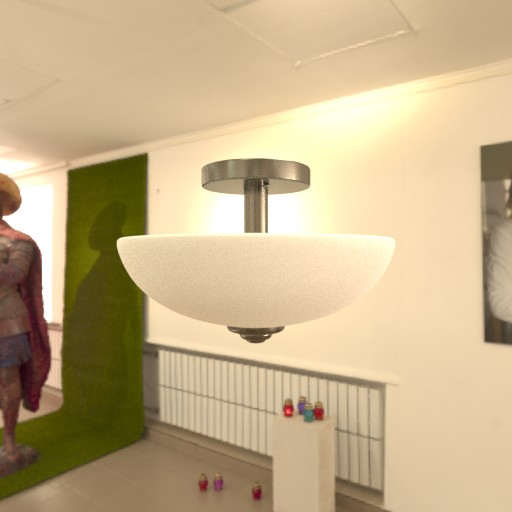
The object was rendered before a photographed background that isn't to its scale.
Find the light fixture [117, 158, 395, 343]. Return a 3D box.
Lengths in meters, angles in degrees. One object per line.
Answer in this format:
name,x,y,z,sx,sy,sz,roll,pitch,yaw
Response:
light fixture,0.000,0.000,0.551,0.330,0.214,0.330,0,0,0
